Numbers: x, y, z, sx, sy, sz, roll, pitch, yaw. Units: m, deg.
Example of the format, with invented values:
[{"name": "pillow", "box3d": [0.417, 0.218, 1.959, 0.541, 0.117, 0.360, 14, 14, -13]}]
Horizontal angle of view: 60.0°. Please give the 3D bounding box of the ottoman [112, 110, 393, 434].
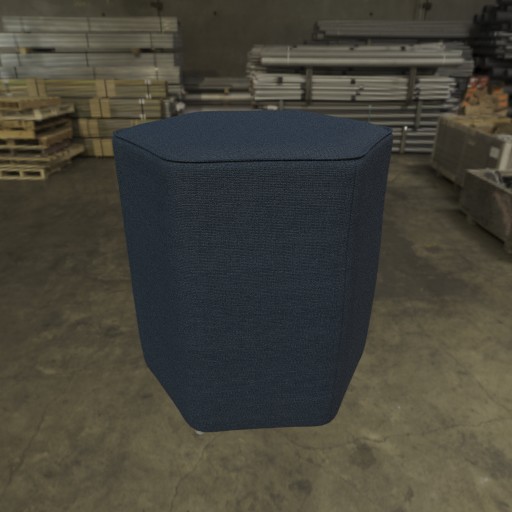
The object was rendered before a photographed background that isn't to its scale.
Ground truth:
[{"name": "ottoman", "box3d": [0.000, 0.000, 0.872, 0.492, 0.505, 0.454, 0, 25, 0]}]
